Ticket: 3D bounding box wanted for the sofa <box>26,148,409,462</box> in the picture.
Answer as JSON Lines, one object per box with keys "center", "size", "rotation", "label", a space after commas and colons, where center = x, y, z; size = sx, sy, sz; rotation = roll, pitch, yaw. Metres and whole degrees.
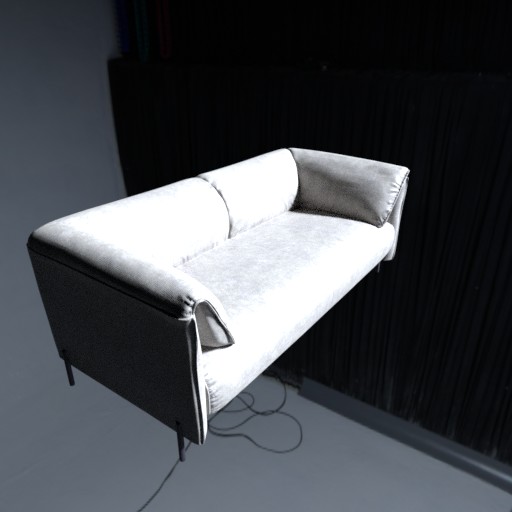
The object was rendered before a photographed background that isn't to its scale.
{"center": [0.000, 0.000, 2.284], "size": [0.905, 0.747, 1.878], "rotation": [17, 30, 32], "label": "sofa"}
